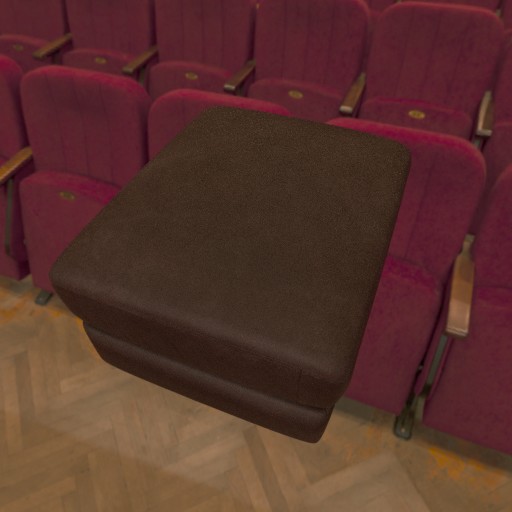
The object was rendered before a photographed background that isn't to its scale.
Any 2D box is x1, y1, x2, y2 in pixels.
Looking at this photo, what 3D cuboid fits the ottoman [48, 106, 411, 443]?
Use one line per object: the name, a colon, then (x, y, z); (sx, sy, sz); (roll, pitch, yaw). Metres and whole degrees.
ottoman: (0.000, 0.000, 1.235); (0.670, 0.569, 0.806); (16, 48, 15)
